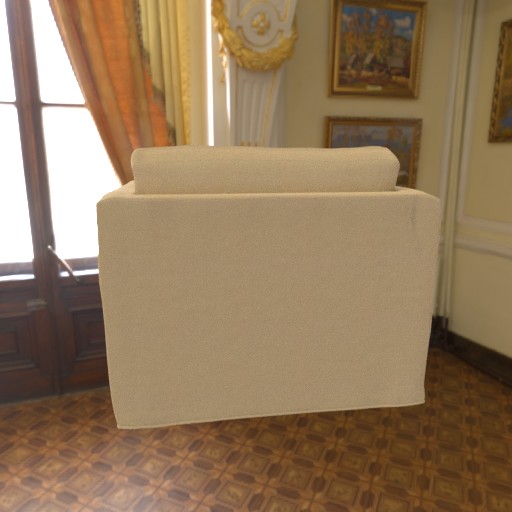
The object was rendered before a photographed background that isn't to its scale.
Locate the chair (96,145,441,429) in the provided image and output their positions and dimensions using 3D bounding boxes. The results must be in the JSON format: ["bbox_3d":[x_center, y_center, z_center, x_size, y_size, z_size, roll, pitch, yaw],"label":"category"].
[{"bbox_3d":[0.000,0.000,1.775,1.057,0.851,0.947,-2,13,-8],"label":"chair"}]
